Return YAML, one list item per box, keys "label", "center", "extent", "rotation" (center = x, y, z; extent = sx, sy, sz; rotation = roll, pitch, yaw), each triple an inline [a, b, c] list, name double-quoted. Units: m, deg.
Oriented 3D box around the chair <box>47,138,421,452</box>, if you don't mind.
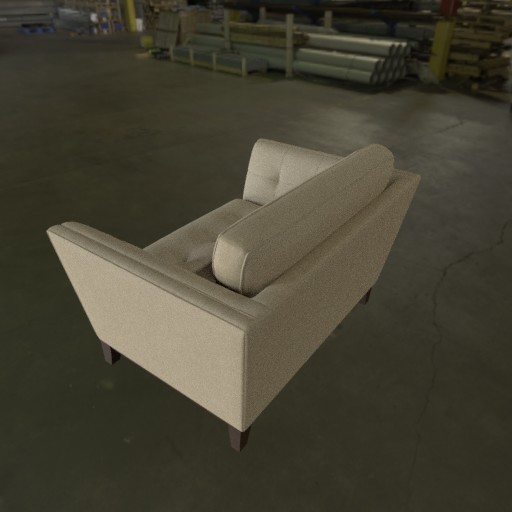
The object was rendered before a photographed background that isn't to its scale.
- label: "chair"
  center: [0.000, 0.000, 2.064]
  extent: [0.965, 0.940, 1.397]
  rotation: [21, 38, 30]
